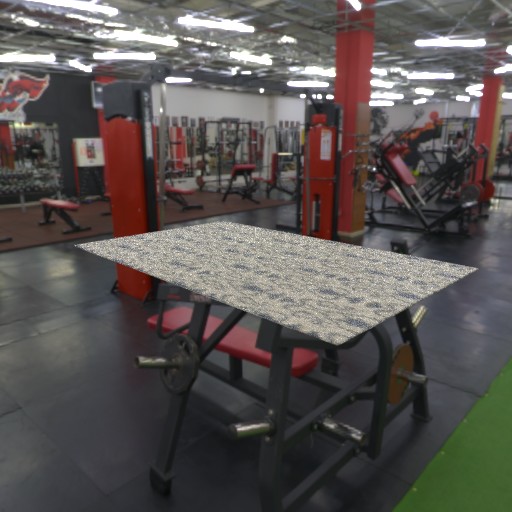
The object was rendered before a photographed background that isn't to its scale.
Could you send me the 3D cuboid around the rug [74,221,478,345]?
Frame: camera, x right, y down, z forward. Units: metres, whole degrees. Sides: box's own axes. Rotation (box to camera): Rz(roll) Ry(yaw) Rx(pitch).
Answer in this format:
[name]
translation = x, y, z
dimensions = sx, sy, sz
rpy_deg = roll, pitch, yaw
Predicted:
[rug]
translation = 0.000, 0.000, 2.094
dimensions = 1.035, 0.006, 1.652
rpy_deg = -14, 20, -43
